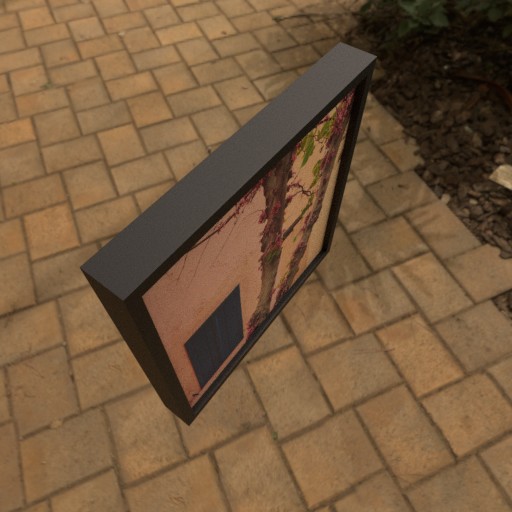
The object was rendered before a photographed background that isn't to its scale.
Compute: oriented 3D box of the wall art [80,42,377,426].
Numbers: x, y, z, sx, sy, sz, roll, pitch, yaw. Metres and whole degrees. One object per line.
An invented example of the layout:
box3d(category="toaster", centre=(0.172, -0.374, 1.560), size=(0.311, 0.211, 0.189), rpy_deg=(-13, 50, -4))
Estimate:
box3d(category="wall art", centre=(0.000, 0.000, 0.455), size=(0.038, 0.304, 0.305), rpy_deg=(32, 62, 20))
